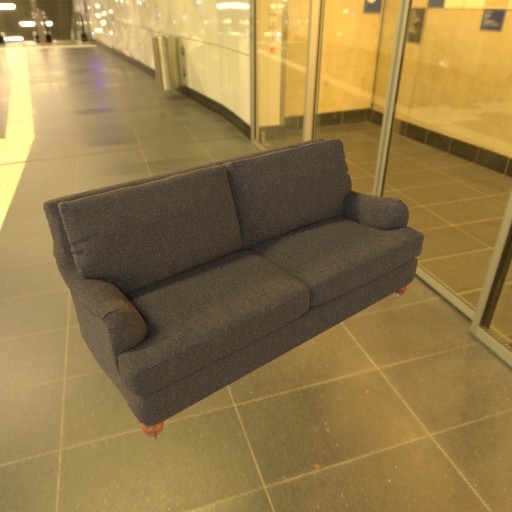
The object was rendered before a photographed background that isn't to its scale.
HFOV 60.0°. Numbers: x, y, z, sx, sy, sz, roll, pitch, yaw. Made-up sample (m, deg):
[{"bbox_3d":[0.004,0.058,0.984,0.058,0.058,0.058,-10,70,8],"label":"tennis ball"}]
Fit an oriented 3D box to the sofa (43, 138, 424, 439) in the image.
[{"bbox_3d":[0.000,0.000,2.787,2.160,1.054,1.087,-21,36,-32],"label":"sofa"}]
